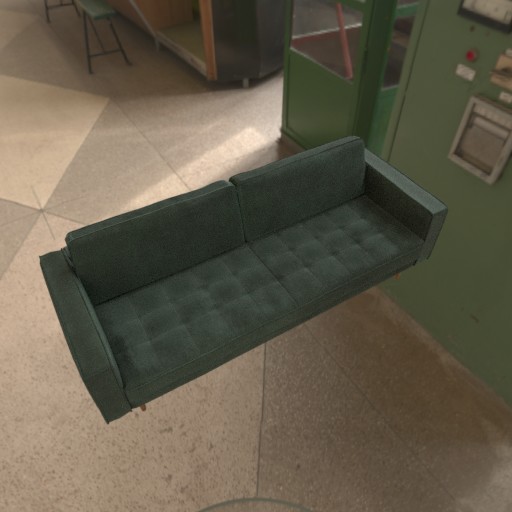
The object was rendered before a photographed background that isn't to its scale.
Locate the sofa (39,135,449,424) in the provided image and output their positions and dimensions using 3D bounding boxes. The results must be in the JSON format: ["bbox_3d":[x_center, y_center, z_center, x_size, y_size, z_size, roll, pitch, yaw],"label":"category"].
[{"bbox_3d":[0.000,0.000,2.612,2.214,0.781,0.886,-23,50,-21],"label":"sofa"}]
